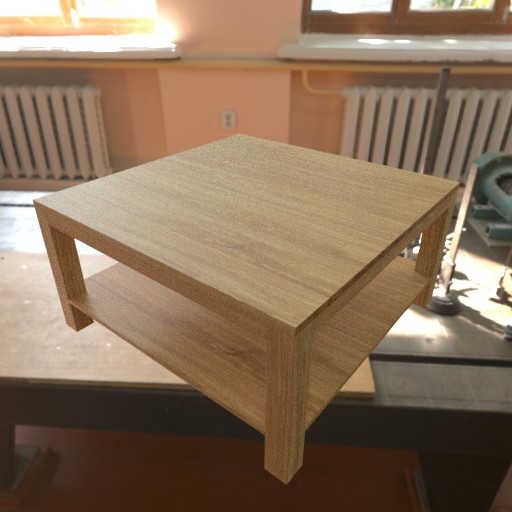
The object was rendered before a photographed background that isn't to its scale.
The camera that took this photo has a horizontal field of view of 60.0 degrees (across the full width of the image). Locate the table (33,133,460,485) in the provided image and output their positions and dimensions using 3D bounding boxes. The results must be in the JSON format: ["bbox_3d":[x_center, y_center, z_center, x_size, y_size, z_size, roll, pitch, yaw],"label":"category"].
[{"bbox_3d":[0.000,0.000,1.426,0.900,0.450,0.900,22,37,33],"label":"table"}]
